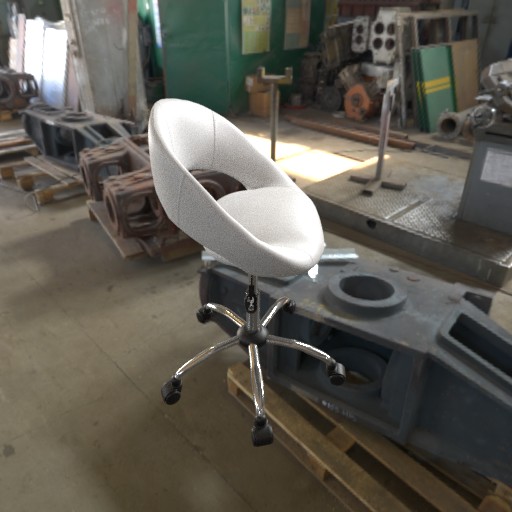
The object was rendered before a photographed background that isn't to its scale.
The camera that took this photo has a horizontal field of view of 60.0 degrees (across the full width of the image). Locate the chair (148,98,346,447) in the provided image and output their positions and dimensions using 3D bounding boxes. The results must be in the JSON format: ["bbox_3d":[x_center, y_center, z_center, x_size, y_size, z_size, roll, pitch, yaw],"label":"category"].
[{"bbox_3d":[0.000,0.000,1.187,0.538,0.791,0.612,1,31,1],"label":"chair"}]
